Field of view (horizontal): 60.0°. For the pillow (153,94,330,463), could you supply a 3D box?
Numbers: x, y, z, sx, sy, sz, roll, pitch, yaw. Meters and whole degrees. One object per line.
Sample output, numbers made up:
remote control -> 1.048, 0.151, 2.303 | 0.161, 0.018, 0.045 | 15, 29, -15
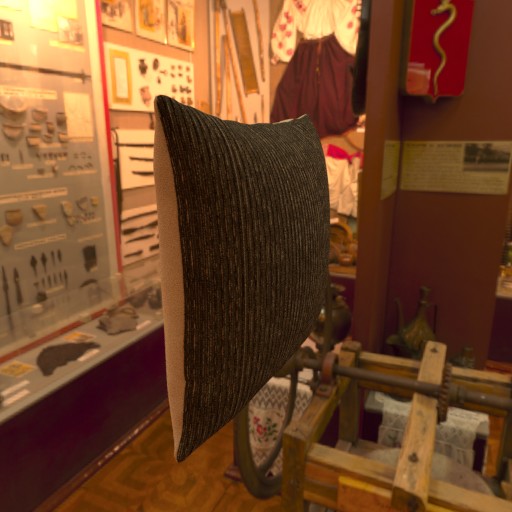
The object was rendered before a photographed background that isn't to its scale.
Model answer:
pillow -> 0.000, 0.000, 0.678 | 0.196, 0.434, 0.433 | 7, 17, 26
